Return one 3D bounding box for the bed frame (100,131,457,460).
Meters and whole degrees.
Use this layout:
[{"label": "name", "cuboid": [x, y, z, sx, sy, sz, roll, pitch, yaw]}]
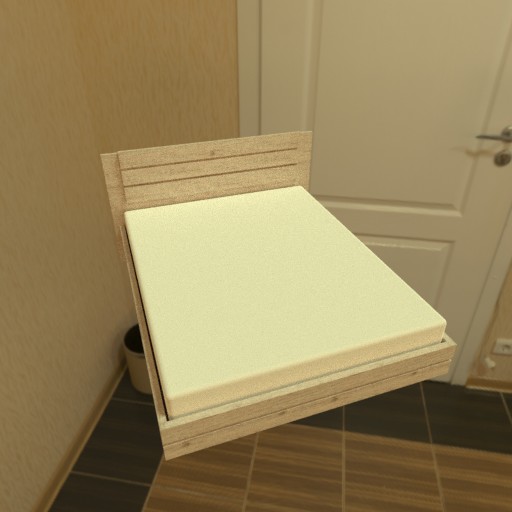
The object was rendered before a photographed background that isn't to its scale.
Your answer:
[{"label": "bed frame", "cuboid": [0.000, 0.000, 3.014, 1.750, 0.970, 2.080, -11, 34, -16]}]
